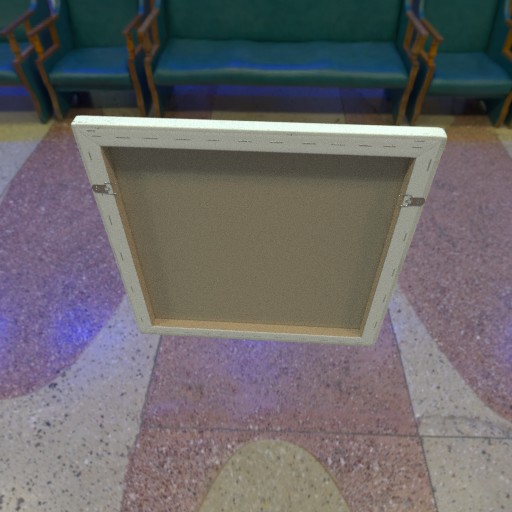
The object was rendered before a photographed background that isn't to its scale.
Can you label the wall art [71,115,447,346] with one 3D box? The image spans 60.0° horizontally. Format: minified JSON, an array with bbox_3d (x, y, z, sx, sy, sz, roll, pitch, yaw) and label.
[{"bbox_3d":[0.000,0.000,1.174,0.762,0.762,0.038,3,46,3],"label":"wall art"}]
